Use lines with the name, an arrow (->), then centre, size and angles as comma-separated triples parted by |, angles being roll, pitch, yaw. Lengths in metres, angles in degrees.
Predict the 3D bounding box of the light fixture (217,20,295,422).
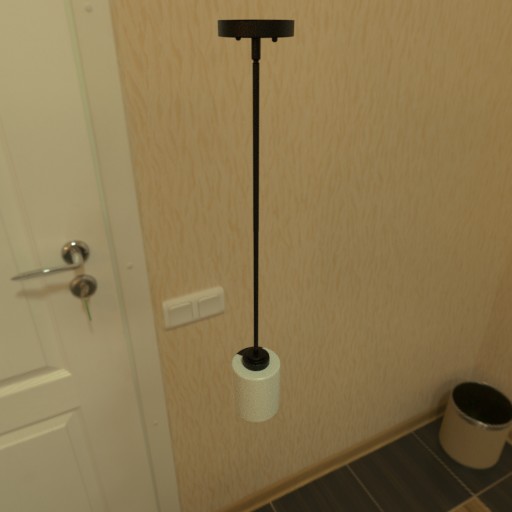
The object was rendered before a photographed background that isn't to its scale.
light fixture -> 0.000, 0.000, 0.919 | 0.123, 0.863, 0.123 | 18, 34, 29
